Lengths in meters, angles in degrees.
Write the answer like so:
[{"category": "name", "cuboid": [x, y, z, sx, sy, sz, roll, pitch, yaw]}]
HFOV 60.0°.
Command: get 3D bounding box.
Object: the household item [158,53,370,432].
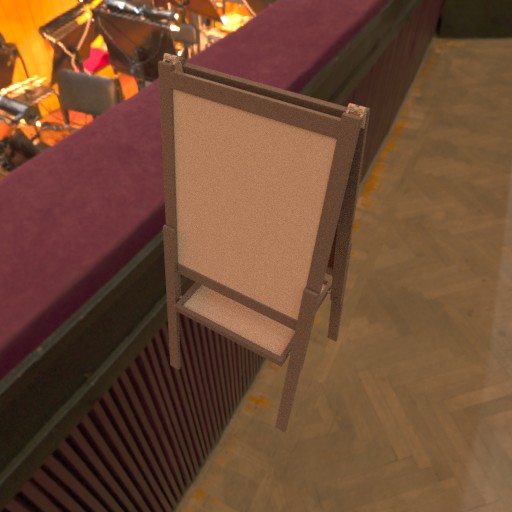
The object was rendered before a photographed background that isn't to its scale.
[{"category": "household item", "cuboid": [0.000, 0.000, 1.430, 0.531, 1.172, 0.469, 24, 51, 21]}]
